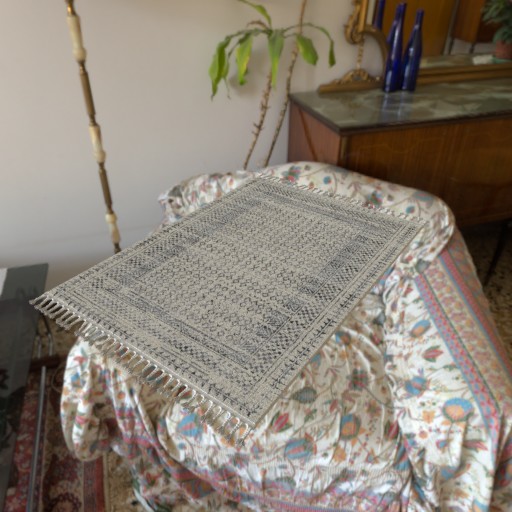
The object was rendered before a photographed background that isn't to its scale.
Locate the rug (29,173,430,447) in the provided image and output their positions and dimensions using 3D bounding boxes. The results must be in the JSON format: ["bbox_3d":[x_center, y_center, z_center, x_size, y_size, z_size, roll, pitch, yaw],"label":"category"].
[{"bbox_3d":[0.000,0.000,2.339,1.243,0.013,1.872,22,39,30],"label":"rug"}]
